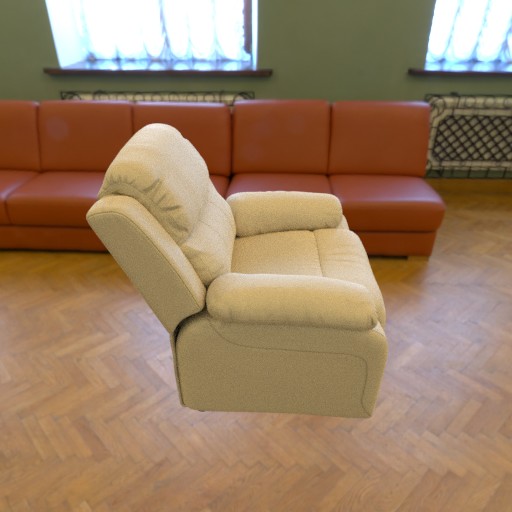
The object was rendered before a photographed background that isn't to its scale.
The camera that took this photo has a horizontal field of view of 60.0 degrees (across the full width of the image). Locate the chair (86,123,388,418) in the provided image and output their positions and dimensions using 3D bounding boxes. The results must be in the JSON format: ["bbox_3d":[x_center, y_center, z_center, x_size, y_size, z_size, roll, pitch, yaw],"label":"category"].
[{"bbox_3d":[0.000,0.000,1.294,0.709,0.702,0.680,1,31,1],"label":"chair"}]
